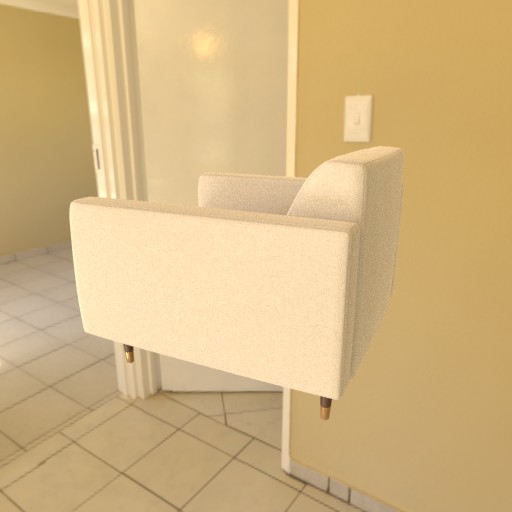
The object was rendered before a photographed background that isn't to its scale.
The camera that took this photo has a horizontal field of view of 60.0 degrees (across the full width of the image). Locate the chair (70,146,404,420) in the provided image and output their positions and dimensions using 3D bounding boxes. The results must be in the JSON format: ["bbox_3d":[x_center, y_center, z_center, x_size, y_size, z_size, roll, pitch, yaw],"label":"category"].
[{"bbox_3d":[0.000,0.000,1.730,0.998,0.819,0.953,8,19,24],"label":"chair"}]
